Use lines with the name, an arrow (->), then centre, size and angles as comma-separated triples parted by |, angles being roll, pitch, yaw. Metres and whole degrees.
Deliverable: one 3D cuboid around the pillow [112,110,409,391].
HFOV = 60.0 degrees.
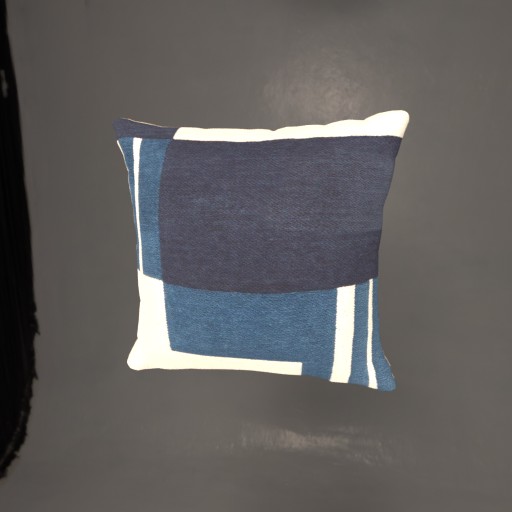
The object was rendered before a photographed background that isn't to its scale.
pillow -> 0.000, 0.000, 0.816 | 0.536, 0.506, 0.229 | 2, 15, 8
